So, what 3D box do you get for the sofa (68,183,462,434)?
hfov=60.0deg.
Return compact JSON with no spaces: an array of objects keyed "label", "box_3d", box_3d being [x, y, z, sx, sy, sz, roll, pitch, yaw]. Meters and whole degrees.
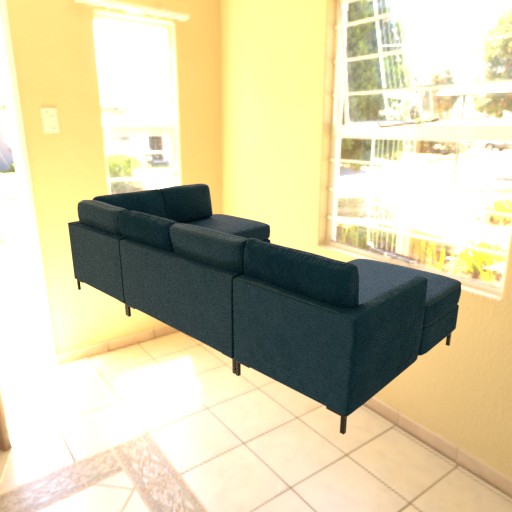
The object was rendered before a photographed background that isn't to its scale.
[{"label":"sofa","box_3d":[0.000,0.000,4.177,3.434,0.992,2.055,15,22,42]}]
